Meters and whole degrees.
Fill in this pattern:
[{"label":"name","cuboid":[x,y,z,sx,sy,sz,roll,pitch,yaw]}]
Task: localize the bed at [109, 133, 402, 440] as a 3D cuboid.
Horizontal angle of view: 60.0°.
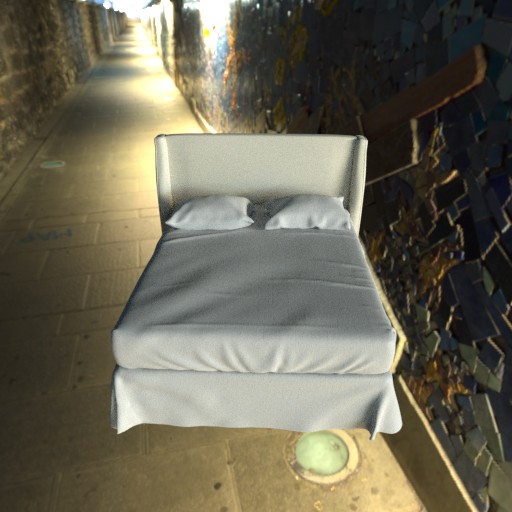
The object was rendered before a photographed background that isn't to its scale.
[{"label":"bed","cuboid":[0.000,0.000,3.382,1.925,1.332,2.276,1,29,2]}]
